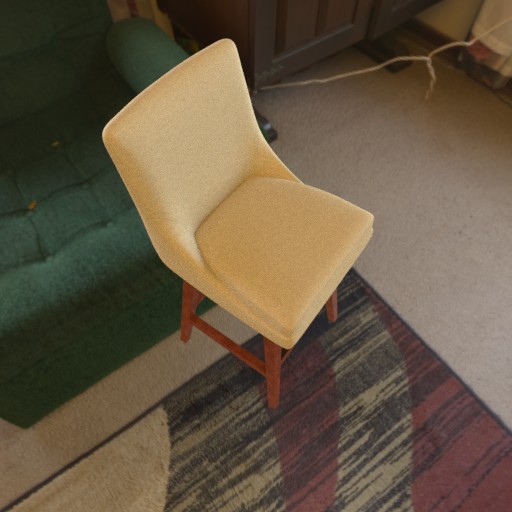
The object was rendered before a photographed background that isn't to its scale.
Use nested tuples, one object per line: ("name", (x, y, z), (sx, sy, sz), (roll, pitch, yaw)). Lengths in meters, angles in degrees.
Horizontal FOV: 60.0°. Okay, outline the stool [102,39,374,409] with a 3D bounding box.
("stool", (0.000, 0.000, 1.415), (0.559, 1.092, 0.470), (31, 62, 19))
